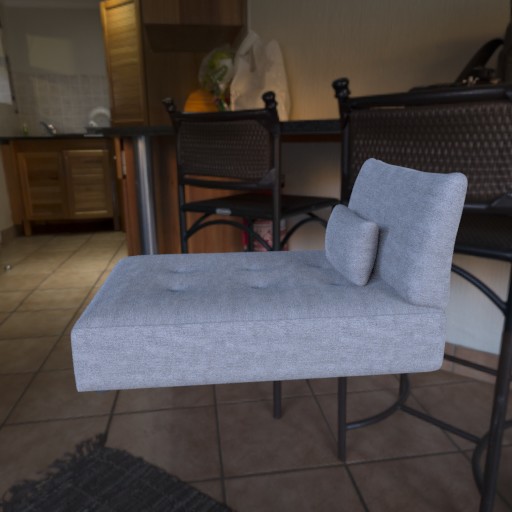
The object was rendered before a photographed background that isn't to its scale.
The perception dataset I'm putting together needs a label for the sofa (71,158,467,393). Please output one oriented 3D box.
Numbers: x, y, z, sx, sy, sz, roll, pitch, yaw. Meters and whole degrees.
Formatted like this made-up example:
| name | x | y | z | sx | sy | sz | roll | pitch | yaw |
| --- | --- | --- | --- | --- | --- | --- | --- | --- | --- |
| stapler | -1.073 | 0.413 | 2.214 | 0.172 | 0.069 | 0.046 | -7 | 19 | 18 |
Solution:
| name | x | y | z | sx | sy | sz | roll | pitch | yaw |
| --- | --- | --- | --- | --- | --- | --- | --- | --- | --- |
| sofa | 0.000 | 0.000 | 2.029 | 1.450 | 0.820 | 0.930 | -2 | 16 | -6 |
